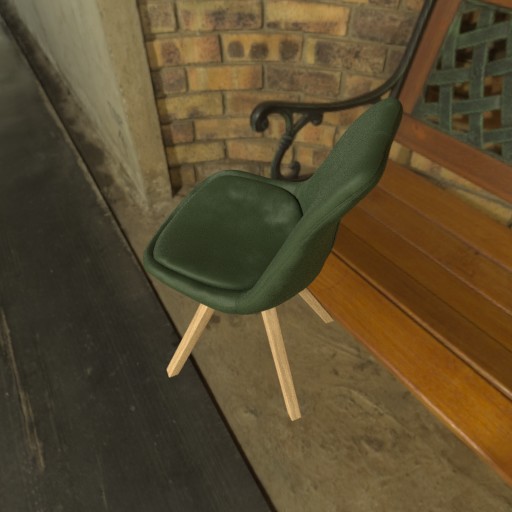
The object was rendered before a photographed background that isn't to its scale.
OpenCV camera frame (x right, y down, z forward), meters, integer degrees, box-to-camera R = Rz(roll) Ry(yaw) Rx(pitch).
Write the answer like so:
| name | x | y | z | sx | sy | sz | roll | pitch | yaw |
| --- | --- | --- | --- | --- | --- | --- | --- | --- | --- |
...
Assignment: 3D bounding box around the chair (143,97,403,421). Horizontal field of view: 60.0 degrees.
| name | x | y | z | sx | sy | sz | roll | pitch | yaw |
| --- | --- | --- | --- | --- | --- | --- | --- | --- | --- |
| chair | 0.000 | 0.000 | 1.185 | 0.547 | 0.865 | 0.483 | 16 | 49 | 15 |
